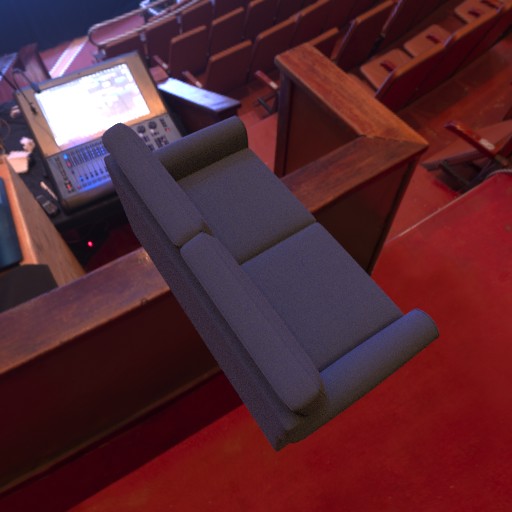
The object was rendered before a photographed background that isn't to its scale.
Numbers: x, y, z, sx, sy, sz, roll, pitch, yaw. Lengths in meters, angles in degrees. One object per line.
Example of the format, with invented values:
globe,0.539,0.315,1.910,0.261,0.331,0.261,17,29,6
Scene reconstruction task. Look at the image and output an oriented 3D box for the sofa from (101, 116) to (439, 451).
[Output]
sofa,0.000,0.000,2.579,0.940,1.020,1.930,-30,63,-17
